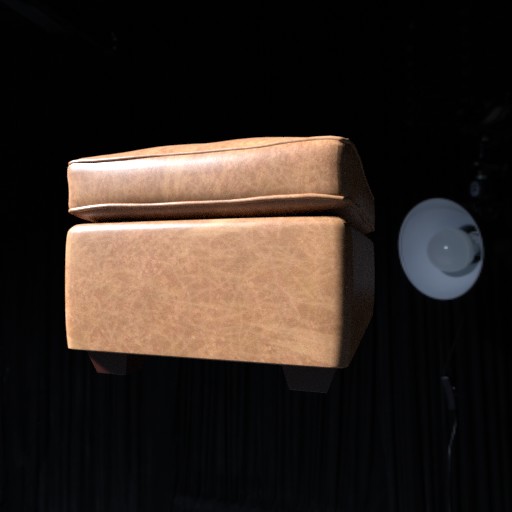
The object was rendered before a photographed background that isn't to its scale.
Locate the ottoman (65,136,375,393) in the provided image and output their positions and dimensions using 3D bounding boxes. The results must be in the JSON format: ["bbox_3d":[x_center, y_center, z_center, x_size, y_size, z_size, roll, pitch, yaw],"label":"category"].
[{"bbox_3d":[0.000,0.000,1.117,0.554,0.468,0.756,0,-1,18],"label":"ottoman"}]
